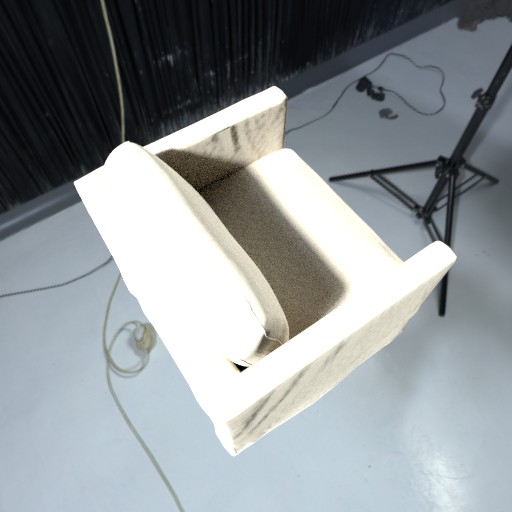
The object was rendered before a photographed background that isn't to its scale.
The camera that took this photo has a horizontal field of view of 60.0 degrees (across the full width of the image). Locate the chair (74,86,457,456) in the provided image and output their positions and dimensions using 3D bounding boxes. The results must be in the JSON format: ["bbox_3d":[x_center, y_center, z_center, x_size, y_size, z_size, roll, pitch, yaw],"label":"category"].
[{"bbox_3d":[0.000,0.000,1.754,0.949,0.867,1.057,-31,64,-17],"label":"chair"}]
